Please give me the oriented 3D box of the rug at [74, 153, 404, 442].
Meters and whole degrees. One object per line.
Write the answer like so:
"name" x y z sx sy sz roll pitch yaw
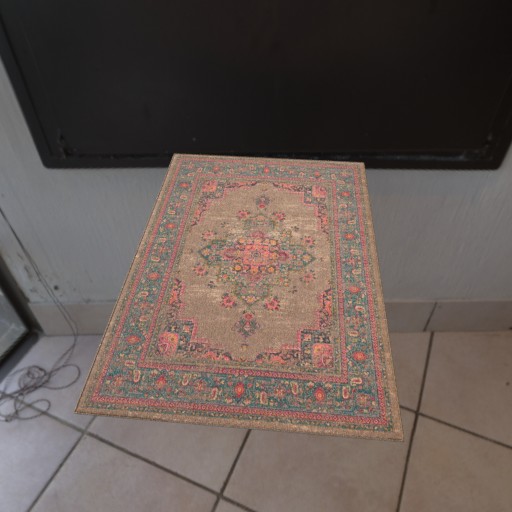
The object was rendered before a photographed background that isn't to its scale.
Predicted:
"rug" 0.000 0.000 3.665 2.005 0.013 2.890 4 46 3
